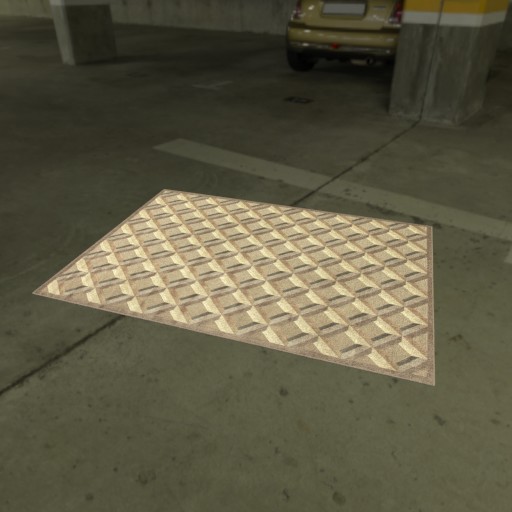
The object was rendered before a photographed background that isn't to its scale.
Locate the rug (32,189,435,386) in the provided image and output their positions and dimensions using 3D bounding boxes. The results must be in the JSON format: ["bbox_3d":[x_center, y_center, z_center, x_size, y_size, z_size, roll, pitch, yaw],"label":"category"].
[{"bbox_3d":[0.000,0.000,4.346,3.294,0.018,2.382,10,33,15],"label":"rug"}]
